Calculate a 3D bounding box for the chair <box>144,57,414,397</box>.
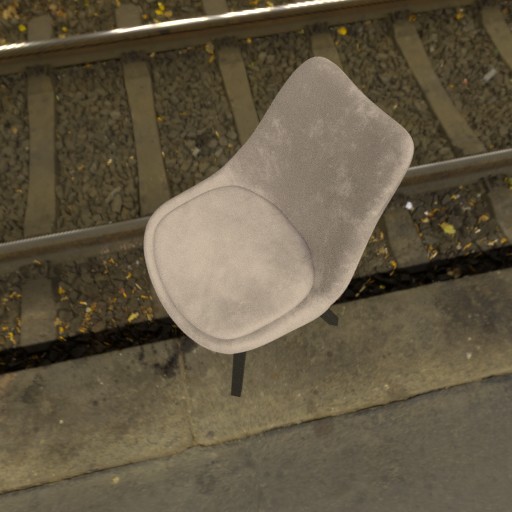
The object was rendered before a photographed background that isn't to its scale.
[{"bbox_3d":[0.000,0.000,1.189,0.550,0.850,0.485,-31,68,-14],"label":"chair"}]
